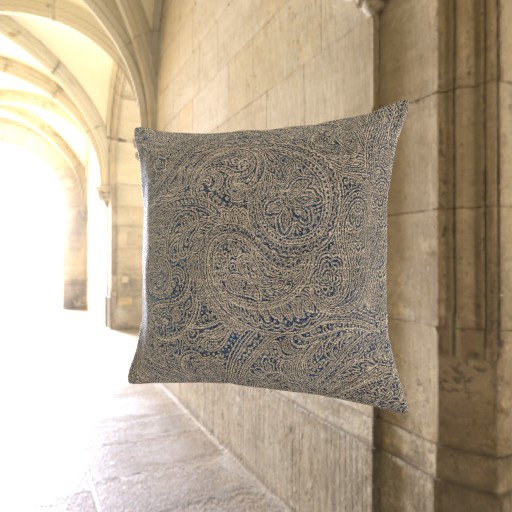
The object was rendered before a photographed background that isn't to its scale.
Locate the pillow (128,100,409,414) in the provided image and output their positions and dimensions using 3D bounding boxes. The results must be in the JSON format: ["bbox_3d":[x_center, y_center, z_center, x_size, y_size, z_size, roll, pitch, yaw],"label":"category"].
[{"bbox_3d":[0.000,0.000,0.798,0.523,0.510,0.166,0,0,17],"label":"pillow"}]
